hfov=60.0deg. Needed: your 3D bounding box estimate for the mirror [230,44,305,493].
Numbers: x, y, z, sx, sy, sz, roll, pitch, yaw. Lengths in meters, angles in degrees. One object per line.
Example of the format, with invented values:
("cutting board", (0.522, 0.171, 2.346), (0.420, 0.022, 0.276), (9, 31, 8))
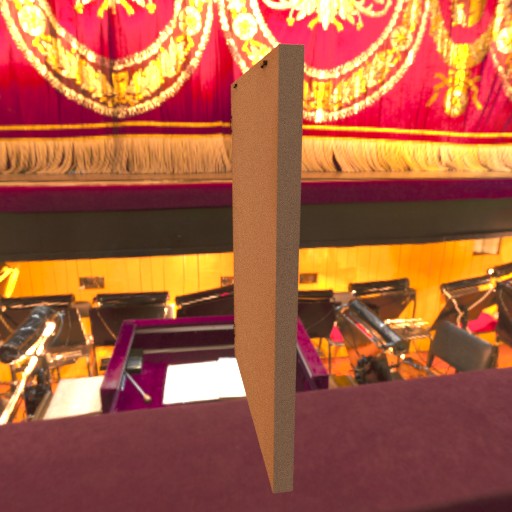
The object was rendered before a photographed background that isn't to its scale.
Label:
("mirror", (0.000, 0.000, 0.911), (0.040, 0.710, 0.507), (-3, 16, -10))
